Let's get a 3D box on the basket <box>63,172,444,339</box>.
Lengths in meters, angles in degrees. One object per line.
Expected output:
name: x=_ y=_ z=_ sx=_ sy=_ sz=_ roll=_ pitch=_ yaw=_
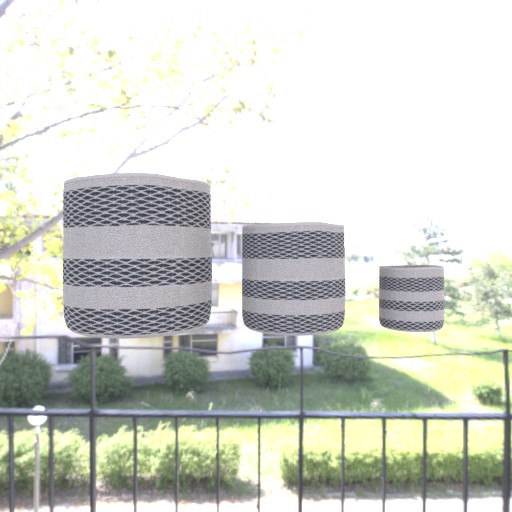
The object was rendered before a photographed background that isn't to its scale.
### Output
basket: x=0.000 y=0.000 z=1.091 sx=0.917 sy=0.356 sz=0.351 roll=0 pitch=1 yaw=0
